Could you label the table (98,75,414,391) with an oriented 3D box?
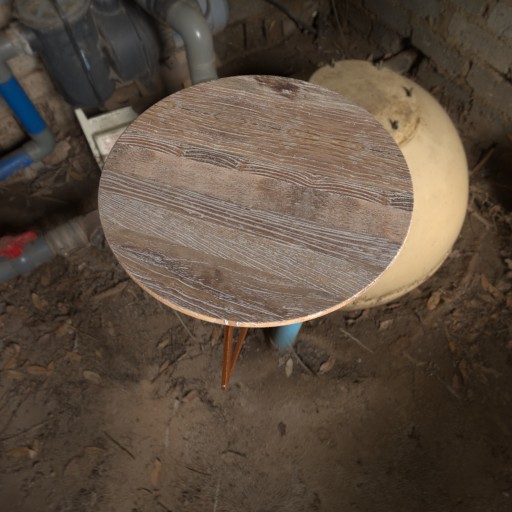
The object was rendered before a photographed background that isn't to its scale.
[{"bbox_3d":[0.000,0.000,0.925,0.500,0.500,0.500,0,60,0],"label":"table"}]
